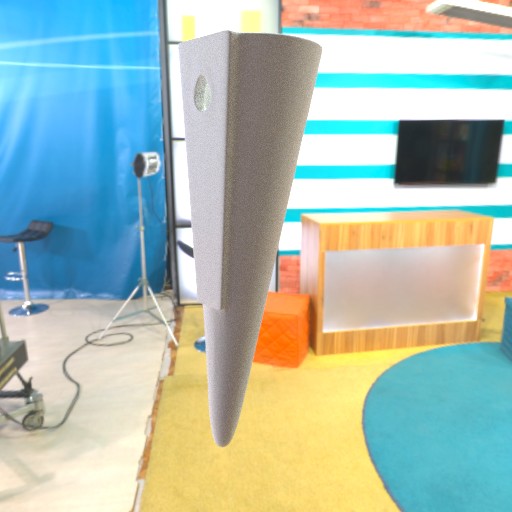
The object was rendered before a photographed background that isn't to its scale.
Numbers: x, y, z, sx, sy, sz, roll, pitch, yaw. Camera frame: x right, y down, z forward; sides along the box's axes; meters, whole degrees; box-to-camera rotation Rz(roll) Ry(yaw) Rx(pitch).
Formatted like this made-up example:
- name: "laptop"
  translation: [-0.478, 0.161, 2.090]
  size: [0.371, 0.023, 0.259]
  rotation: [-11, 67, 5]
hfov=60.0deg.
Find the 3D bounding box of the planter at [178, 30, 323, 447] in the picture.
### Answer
- name: "planter"
  translation: [0.000, 0.000, 0.223]
  size: [0.057, 0.193, 0.064]
  rotation: [13, 19, 43]
